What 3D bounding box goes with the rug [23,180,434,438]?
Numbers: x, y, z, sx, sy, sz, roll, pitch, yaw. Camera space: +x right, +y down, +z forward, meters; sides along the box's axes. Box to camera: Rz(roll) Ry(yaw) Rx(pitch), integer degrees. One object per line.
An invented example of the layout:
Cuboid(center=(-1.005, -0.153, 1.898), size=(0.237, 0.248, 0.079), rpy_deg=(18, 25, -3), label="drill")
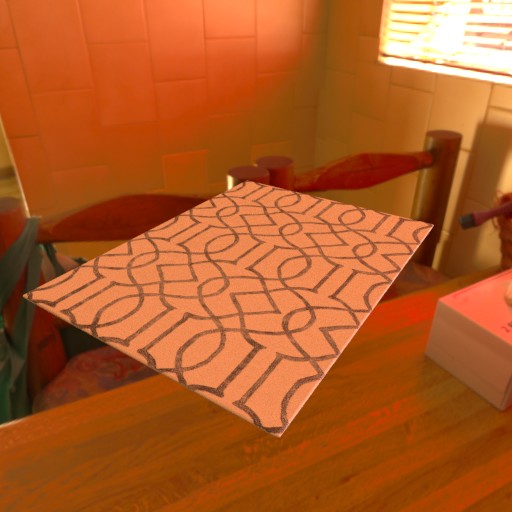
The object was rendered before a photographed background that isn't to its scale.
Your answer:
Cuboid(center=(0.000, 0.000, 3.784), size=(2.211, 0.021, 2.910), rpy_deg=(18, 35, 29), label="rug")
